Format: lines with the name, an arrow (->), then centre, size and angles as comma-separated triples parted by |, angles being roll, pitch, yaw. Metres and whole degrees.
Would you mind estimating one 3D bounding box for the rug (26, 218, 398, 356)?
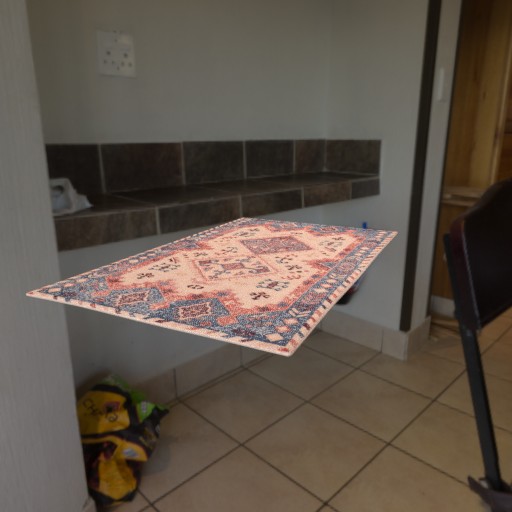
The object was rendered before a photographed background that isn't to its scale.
rug -> 0.000, 0.000, 3.086 | 1.521, 0.023, 2.464 | 8, 17, 25
